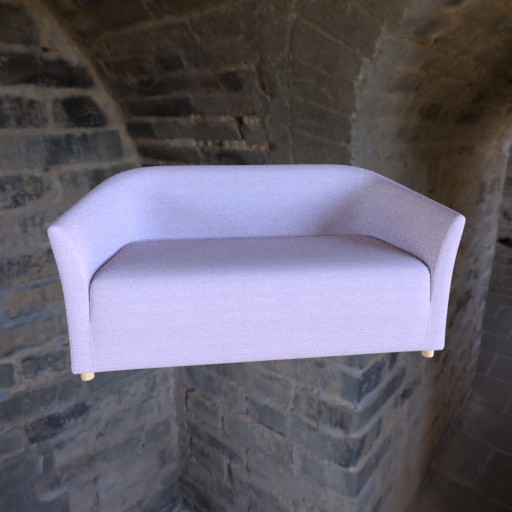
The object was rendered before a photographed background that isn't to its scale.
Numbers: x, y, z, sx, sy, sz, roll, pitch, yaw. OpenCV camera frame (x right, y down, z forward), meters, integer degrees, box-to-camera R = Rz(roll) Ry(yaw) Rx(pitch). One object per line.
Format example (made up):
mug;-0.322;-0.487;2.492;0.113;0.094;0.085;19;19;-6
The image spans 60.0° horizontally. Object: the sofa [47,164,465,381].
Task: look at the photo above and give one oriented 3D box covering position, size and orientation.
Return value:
sofa;0.000;0.000;1.899;1.452;0.721;0.705;-2;16;-7
